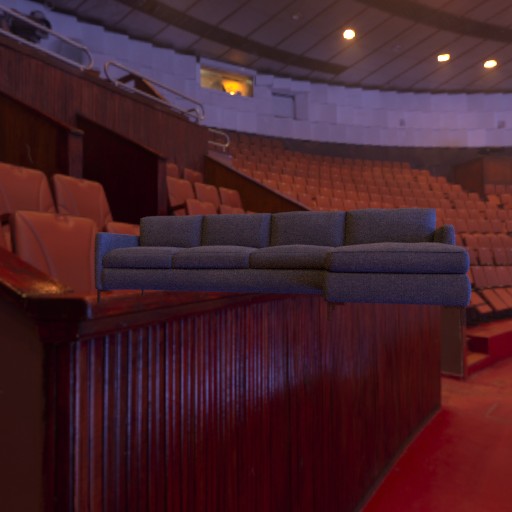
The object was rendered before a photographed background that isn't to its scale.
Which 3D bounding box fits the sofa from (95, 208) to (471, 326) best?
[{"bbox_3d":[0.000,0.000,3.525,2.932,0.810,1.350,0,-1,18],"label":"sofa"}]
